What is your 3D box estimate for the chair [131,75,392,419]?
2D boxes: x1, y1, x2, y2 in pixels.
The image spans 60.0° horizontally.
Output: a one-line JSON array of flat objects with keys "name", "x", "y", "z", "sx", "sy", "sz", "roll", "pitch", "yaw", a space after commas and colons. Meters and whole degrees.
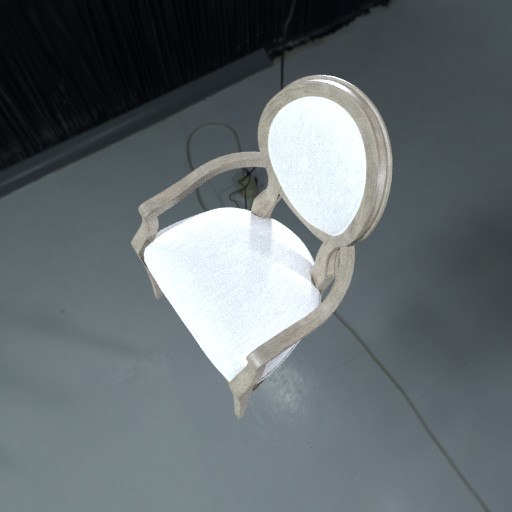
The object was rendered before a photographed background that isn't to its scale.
[{"name": "chair", "x": 0.000, "y": 0.000, "z": 1.368, "sx": 0.602, "sy": 0.991, "sz": 0.611, "roll": -33, "pitch": 68, "yaw": -15}]
